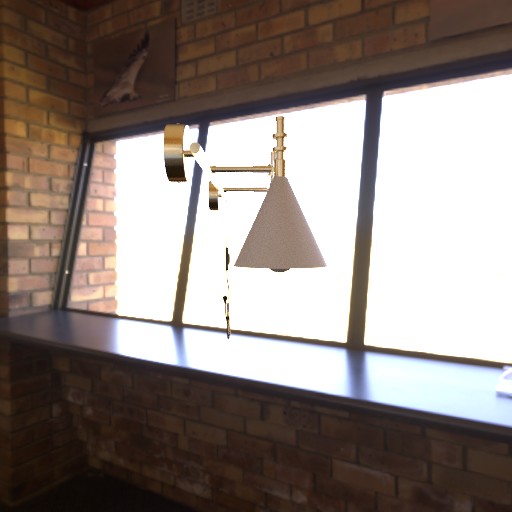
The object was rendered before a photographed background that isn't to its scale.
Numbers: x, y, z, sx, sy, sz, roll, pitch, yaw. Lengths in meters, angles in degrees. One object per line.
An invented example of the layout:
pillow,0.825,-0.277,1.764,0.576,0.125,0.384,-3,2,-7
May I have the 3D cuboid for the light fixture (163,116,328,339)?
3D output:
light fixture,0.000,0.000,0.892,0.239,0.468,0.642,0,2,0
